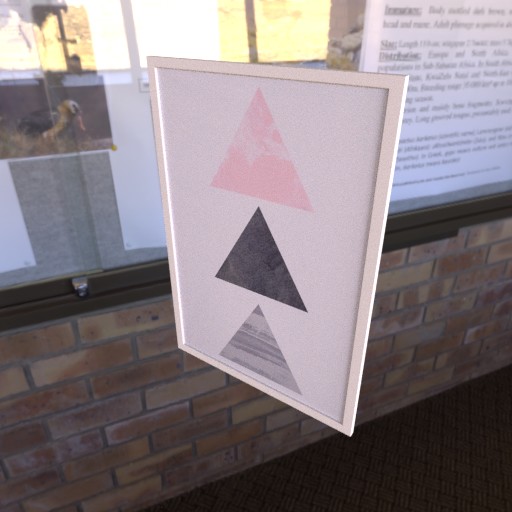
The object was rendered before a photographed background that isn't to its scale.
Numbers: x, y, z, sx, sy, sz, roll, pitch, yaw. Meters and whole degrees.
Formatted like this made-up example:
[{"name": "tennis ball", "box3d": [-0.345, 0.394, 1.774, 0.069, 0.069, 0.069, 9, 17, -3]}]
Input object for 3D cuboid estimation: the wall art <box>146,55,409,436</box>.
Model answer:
[{"name": "wall art", "box3d": [0.000, 0.000, 0.821, 0.456, 0.656, 0.013, 19, 34, 30]}]
